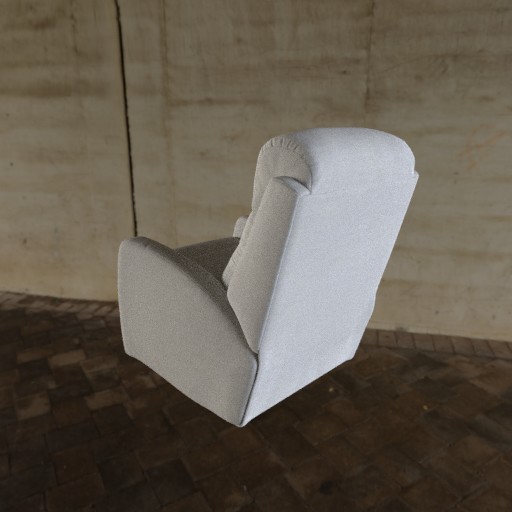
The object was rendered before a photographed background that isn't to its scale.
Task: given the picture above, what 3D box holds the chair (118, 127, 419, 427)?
[{"bbox_3d":[0.000,0.000,1.806,0.798,1.013,1.043,-16,23,-42],"label":"chair"}]
